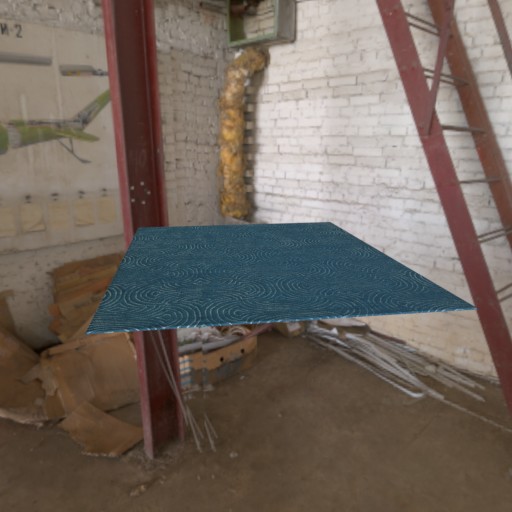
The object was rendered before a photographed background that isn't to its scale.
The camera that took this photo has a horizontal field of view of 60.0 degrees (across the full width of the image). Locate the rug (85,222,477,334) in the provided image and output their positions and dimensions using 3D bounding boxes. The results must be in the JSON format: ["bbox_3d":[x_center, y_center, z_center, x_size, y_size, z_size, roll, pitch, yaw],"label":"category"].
[{"bbox_3d":[0.000,0.000,4.135,2.432,0.012,3.033,-2,15,-9],"label":"rug"}]
